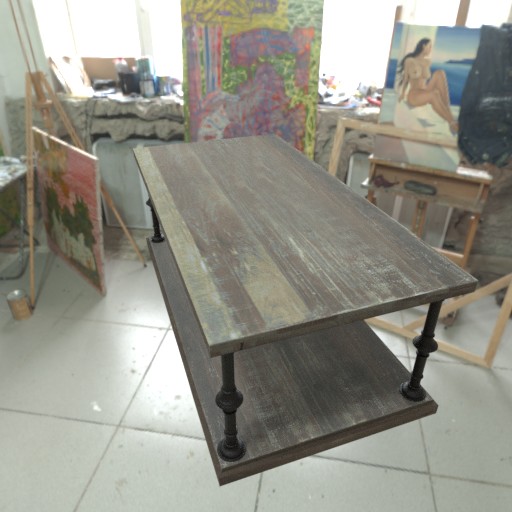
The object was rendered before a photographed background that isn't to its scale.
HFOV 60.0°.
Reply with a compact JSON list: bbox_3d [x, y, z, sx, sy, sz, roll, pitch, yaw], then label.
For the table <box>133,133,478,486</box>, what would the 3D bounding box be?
[{"bbox_3d":[0.000,0.000,1.347,0.554,0.399,1.088,-11,33,-17],"label":"table"}]
